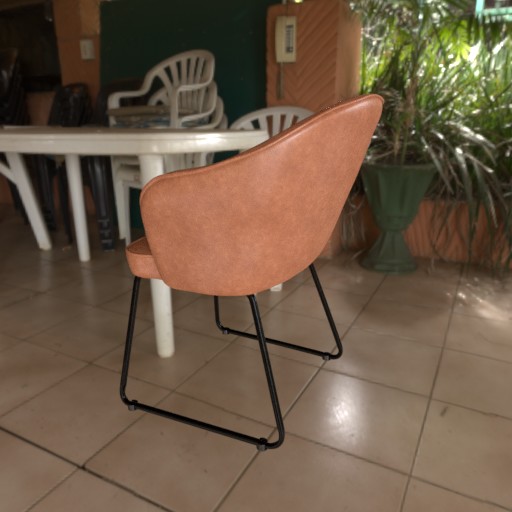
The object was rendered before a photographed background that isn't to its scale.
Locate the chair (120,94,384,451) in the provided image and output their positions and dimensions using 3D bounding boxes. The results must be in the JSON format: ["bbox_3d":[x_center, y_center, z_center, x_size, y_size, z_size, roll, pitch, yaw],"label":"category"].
[{"bbox_3d":[0.000,0.000,1.163,0.580,0.785,0.582,9,19,25],"label":"chair"}]
